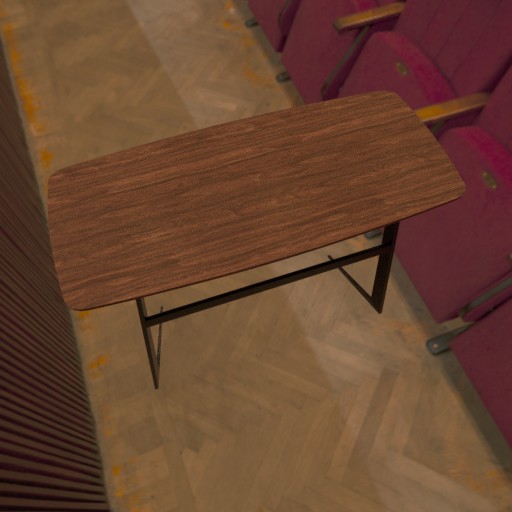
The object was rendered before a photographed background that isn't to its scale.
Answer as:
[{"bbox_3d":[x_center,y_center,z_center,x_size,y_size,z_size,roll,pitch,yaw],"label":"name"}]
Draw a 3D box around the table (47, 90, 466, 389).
[{"bbox_3d":[0.000,0.000,1.132,0.804,0.576,0.361,-17,61,-10],"label":"table"}]
